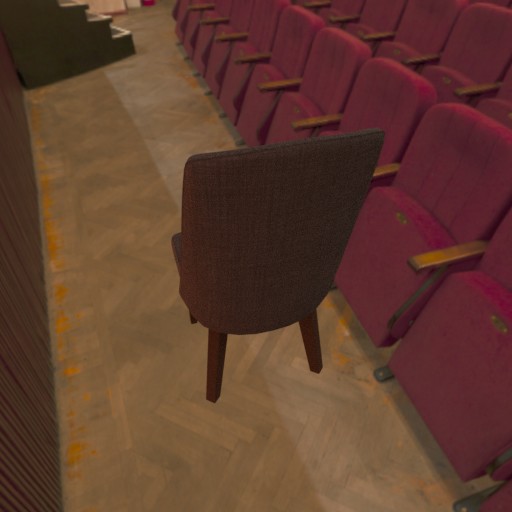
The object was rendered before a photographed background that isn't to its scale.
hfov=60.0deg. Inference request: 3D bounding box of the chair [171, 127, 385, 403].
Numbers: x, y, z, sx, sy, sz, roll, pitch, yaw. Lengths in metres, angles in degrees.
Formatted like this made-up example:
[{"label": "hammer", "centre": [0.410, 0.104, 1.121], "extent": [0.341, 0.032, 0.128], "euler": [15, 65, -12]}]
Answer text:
[{"label": "chair", "centre": [0.000, 0.000, 1.388], "extent": [0.510, 1.050, 0.577], "euler": [-12, 43, -13]}]
